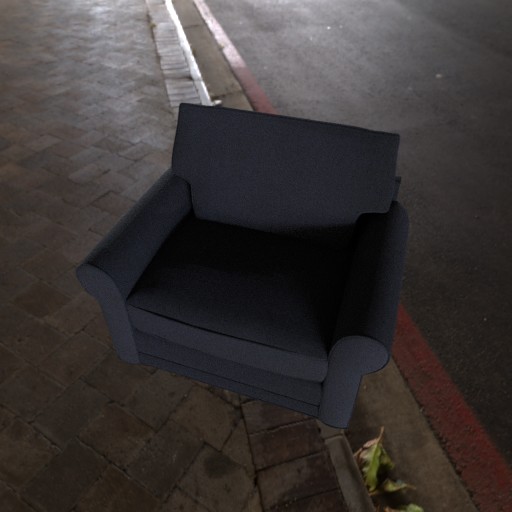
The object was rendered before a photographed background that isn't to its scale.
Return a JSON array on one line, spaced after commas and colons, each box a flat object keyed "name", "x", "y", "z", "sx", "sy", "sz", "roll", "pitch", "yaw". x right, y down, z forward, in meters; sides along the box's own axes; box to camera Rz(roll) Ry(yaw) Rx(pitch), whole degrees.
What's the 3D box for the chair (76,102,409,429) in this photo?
[{"name": "chair", "x": 0.000, "y": 0.000, "z": 2.040, "sx": 1.285, "sy": 1.044, "sz": 0.963, "roll": 13, "pitch": 44, "yaw": 14}]
